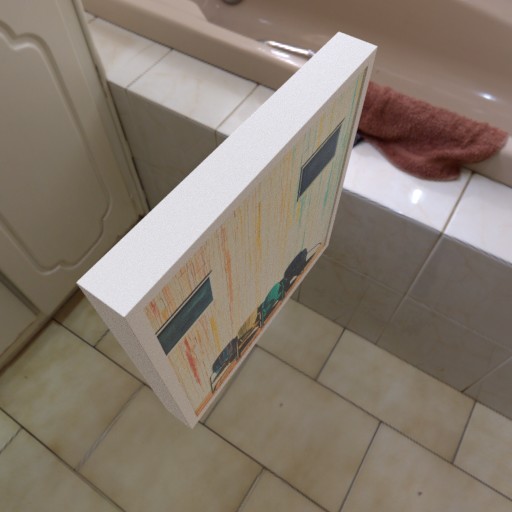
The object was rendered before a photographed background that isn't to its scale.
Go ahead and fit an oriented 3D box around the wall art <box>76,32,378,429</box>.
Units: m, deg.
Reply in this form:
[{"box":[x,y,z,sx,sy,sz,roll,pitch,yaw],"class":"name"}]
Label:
[{"box":[0.000,0.000,0.443,0.038,0.305,0.305,31,63,18],"class":"wall art"}]
